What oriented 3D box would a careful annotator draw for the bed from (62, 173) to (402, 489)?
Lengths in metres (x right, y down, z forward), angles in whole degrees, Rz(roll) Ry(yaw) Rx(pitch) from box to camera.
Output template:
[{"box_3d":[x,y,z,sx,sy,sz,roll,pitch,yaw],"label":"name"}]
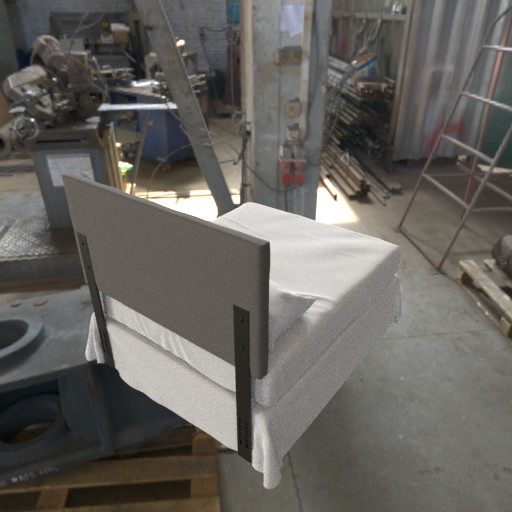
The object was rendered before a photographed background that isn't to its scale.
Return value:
[{"box_3d":[0.000,0.000,3.521,1.936,1.577,2.222,21,35,32],"label":"bed"}]
